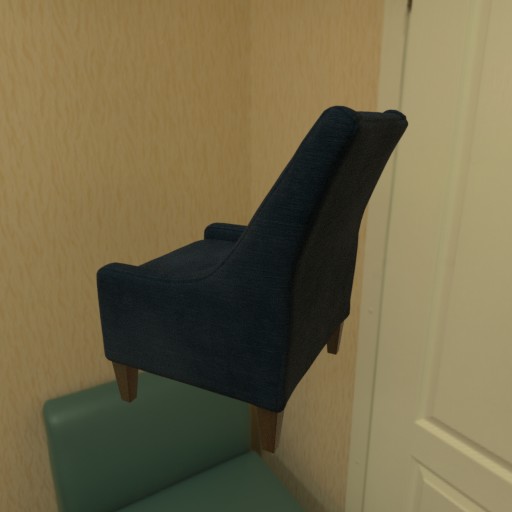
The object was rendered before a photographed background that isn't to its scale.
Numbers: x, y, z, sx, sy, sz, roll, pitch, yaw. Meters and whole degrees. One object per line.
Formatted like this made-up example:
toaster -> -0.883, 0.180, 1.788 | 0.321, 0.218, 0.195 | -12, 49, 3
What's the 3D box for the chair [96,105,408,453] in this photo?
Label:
chair -> 0.000, 0.000, 1.610 | 0.870, 1.014, 0.774 | 8, 19, 25
